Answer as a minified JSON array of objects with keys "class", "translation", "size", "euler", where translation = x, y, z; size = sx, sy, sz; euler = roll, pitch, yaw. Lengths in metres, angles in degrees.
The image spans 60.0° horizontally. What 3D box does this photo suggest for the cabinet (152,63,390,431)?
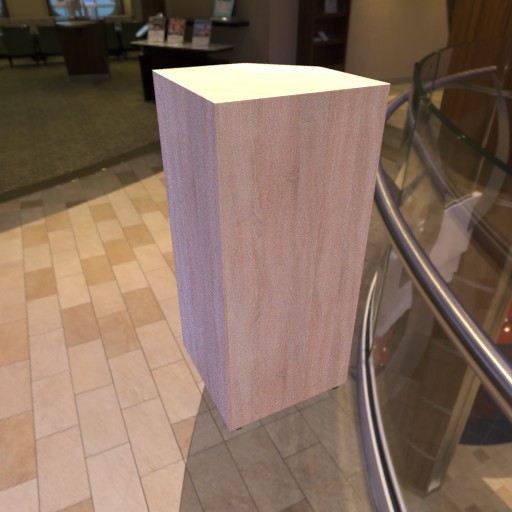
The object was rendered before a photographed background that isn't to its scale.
[{"class":"cabinet","translation":[0.000,0.000,2.833],"size":[1.327,2.120,1.094],"euler":[10,33,15]}]
